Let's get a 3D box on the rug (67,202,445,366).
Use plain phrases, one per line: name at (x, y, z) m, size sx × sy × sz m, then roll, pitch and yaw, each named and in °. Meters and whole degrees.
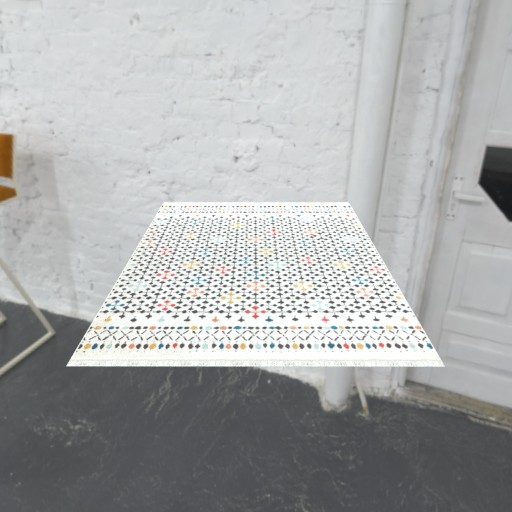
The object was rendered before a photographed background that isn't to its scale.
rug at (0.000, 0.000, 4.198) m, size 2.354 × 0.007 × 3.196 m, roll 0°, pitch 25°, yaw 0°
